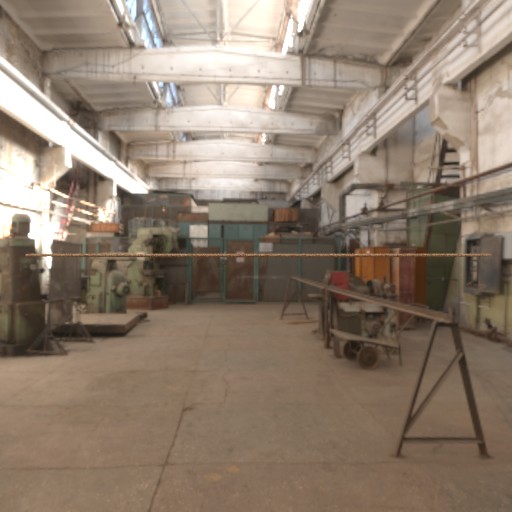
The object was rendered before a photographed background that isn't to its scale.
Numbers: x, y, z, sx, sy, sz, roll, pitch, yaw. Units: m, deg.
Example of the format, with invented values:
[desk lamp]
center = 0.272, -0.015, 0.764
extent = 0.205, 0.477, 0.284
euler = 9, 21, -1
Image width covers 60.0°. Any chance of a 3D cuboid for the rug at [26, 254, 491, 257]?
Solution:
[rug]
center = 0.000, 0.000, 2.780
extent = 2.141, 0.013, 1.566
euler = 0, 0, -1
